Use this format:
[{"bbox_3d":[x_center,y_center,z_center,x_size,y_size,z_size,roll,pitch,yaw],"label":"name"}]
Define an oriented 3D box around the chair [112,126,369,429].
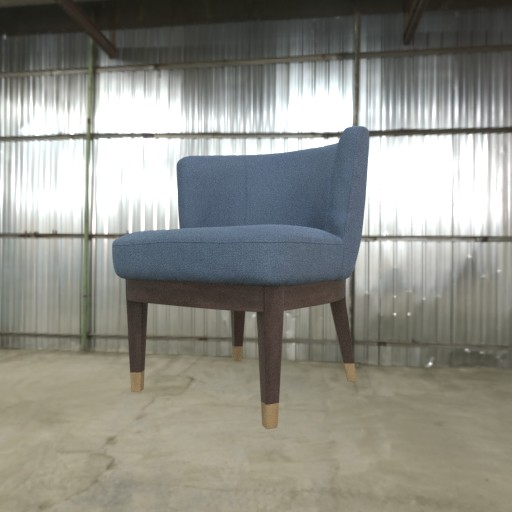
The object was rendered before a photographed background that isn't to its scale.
[{"bbox_3d":[0.000,0.000,1.327,0.661,0.760,0.702,0,0,36],"label":"chair"}]
